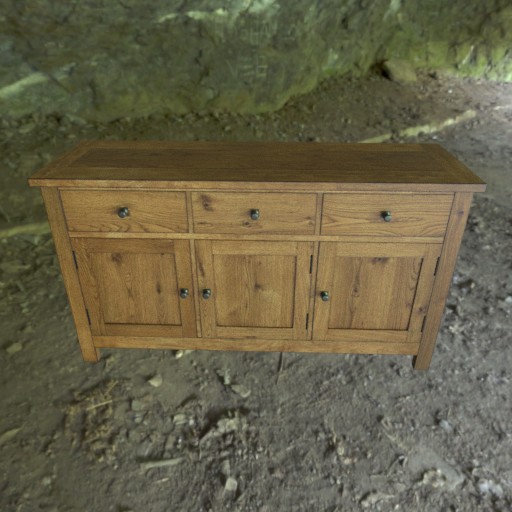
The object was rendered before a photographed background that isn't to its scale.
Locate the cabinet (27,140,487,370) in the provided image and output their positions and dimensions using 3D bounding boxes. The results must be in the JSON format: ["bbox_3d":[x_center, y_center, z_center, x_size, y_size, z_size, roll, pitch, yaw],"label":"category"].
[{"bbox_3d":[0.000,0.000,1.821,1.474,0.813,0.480,1,29,2],"label":"cabinet"}]
